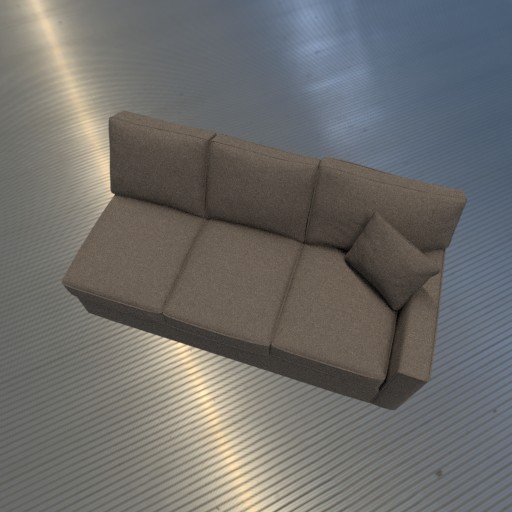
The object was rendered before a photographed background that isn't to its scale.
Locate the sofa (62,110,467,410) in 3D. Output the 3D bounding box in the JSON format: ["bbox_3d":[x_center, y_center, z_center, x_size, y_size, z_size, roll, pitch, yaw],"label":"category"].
[{"bbox_3d":[0.000,0.000,2.520,1.963,0.946,1.034,16,59,9],"label":"sofa"}]
